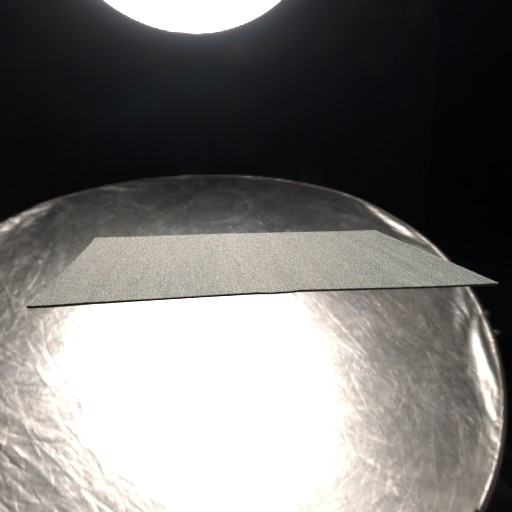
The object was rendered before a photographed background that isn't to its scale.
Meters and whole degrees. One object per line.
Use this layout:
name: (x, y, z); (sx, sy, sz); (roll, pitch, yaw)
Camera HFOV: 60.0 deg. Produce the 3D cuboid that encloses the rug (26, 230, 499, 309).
rug: (0.000, 0.000, 5.074); (4.078, 0.052, 2.802); (-2, 14, -8)
